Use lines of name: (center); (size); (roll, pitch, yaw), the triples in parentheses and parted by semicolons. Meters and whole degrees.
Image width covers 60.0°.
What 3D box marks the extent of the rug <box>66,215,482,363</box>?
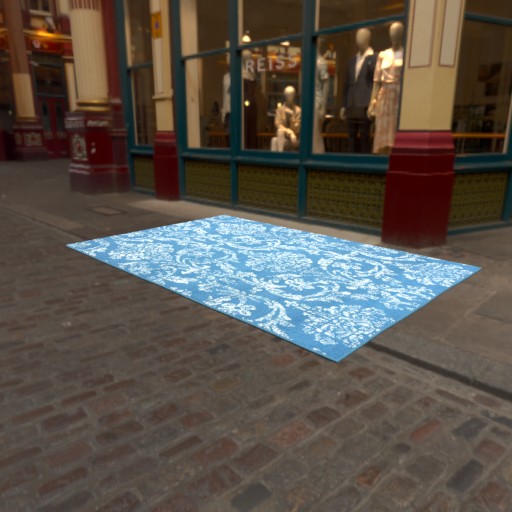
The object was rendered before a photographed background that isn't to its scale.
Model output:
rug: (0.000, 0.000, 2.311); (1.833, 0.012, 1.211); (16, 23, 42)
